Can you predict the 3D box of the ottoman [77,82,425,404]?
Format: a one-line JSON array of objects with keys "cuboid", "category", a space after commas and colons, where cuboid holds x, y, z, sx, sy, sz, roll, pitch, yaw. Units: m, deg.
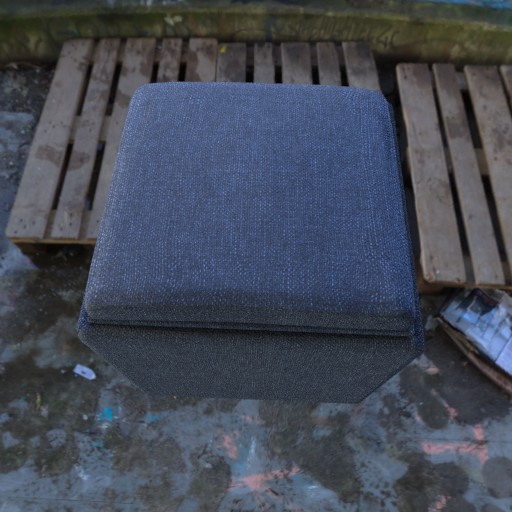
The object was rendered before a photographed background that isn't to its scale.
[{"cuboid": [0.000, 0.000, 0.815, 0.454, 0.493, 0.436, 2, 63, 1], "category": "ottoman"}]
